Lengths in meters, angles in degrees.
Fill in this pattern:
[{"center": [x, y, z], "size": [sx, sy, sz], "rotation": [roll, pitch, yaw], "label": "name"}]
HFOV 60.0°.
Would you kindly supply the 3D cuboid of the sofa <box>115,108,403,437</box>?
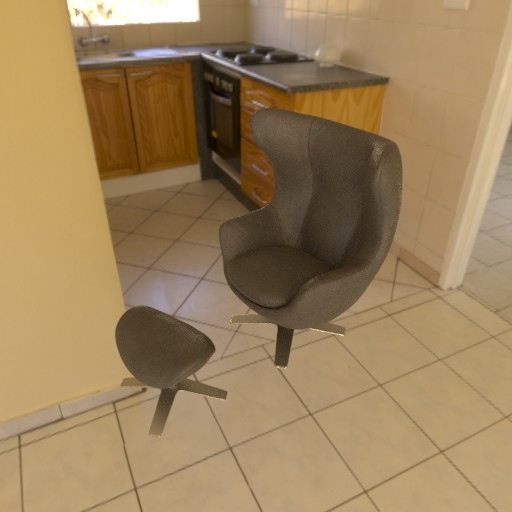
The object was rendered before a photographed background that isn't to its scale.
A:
[{"center": [0.000, 0.000, 2.140], "size": [1.444, 1.135, 0.894], "rotation": [-21, 38, -30], "label": "sofa"}]
